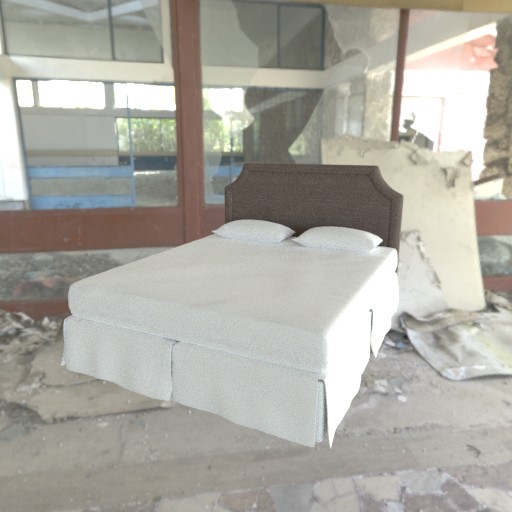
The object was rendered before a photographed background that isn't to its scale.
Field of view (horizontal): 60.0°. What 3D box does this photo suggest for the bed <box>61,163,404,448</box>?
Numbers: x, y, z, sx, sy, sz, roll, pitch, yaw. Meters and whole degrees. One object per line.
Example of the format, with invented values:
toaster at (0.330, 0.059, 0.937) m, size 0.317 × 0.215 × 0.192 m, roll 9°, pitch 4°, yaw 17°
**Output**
bed at (0.000, 0.000, 4.181) m, size 2.350 × 1.590 × 2.773 m, roll 7°, pitch 16°, yaw 26°
